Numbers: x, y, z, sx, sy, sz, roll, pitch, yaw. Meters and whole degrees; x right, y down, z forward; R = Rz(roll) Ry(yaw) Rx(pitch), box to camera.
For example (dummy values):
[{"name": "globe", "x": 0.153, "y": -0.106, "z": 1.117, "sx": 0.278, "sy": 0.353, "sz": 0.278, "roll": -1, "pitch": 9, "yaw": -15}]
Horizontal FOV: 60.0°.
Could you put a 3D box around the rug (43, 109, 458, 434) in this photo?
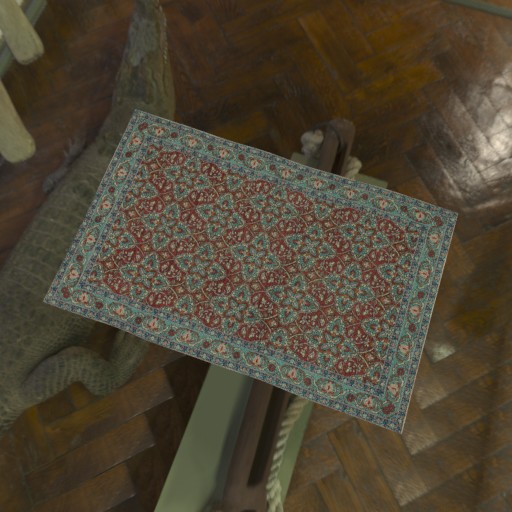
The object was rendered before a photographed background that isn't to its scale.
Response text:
[{"name": "rug", "x": 0.000, "y": 0.000, "z": 3.002, "sx": 2.439, "sy": 0.011, "sz": 1.533, "roll": 19, "pitch": 76, "yaw": 5}]
